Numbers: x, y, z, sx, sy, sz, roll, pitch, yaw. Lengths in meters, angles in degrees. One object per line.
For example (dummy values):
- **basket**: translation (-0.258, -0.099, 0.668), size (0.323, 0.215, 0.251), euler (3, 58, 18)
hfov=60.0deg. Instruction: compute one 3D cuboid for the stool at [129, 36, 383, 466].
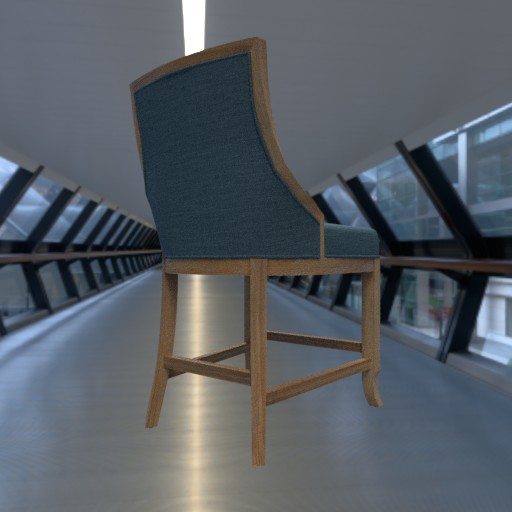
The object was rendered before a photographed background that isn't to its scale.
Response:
- **stool**: translation (0.000, 0.000, 1.295), size (0.524, 0.938, 0.626), euler (0, 0, 37)
